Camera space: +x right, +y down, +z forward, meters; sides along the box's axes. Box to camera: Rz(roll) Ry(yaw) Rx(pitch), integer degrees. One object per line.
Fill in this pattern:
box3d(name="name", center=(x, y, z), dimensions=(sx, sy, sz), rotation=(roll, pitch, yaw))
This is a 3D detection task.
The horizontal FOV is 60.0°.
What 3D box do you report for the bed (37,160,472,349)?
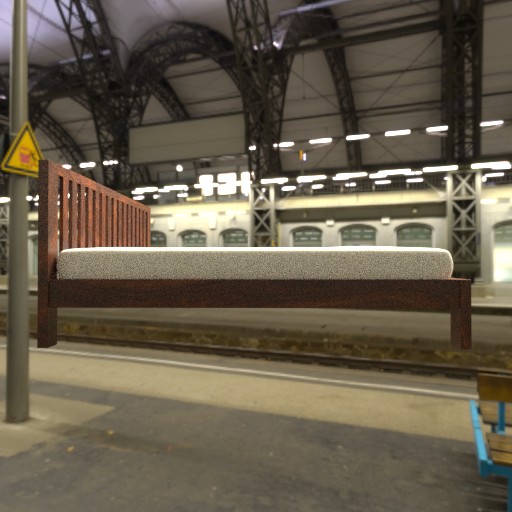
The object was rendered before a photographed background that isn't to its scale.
box3d(name="bed", center=(0.000, 0.000, 3.029), dimensions=(2.030, 0.890, 1.905), rotation=(0, -1, 1))
